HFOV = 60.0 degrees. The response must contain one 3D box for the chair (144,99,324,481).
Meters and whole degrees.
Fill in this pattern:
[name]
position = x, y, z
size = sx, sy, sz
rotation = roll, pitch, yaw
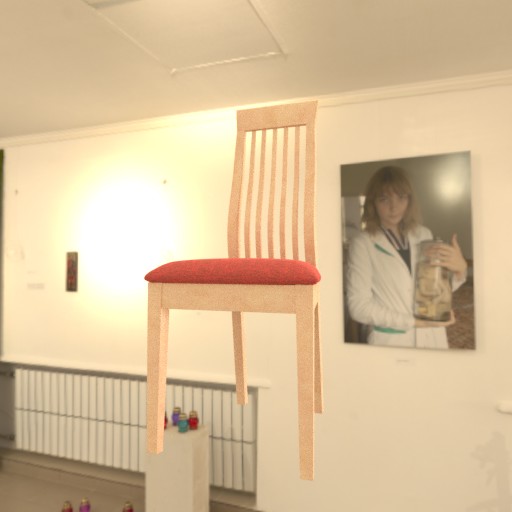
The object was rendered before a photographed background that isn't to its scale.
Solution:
[chair]
position = 0.000, 0.000, 1.298
size = 0.460, 1.027, 0.474
rotation = 0, -1, 20
